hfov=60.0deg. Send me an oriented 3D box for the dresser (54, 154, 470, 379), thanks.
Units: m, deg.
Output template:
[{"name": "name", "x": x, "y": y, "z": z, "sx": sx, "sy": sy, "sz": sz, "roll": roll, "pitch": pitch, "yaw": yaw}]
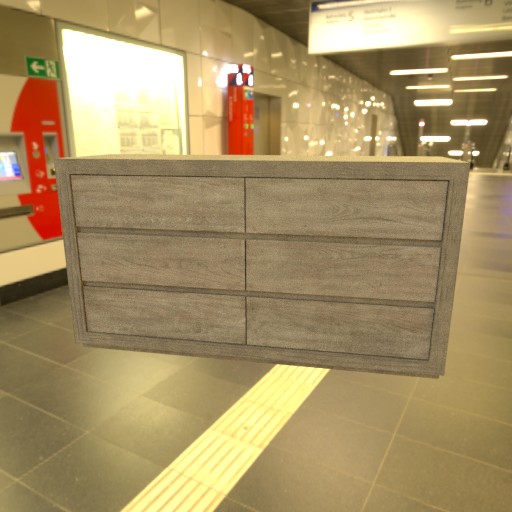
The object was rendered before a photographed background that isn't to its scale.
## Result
[{"name": "dresser", "x": 0.000, "y": 0.000, "z": 2.048, "sx": 1.628, "sy": 0.889, "sz": 0.483, "roll": 3, "pitch": 15, "yaw": 10}]
